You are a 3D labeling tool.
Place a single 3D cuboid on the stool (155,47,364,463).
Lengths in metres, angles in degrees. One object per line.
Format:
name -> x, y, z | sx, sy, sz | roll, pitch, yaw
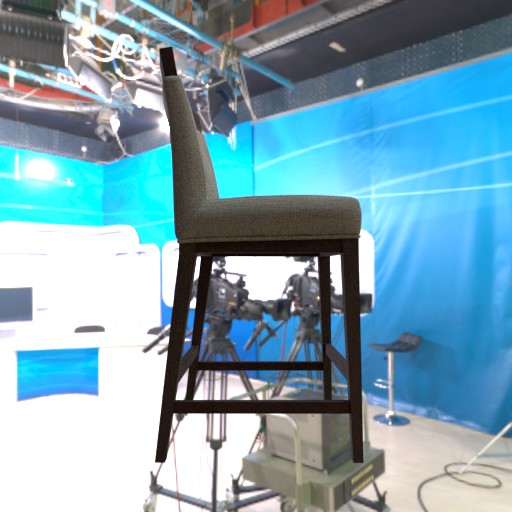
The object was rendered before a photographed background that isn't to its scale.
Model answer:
stool -> 0.000, 0.000, 1.319 | 0.531, 1.009, 0.512 | 0, -1, 0
